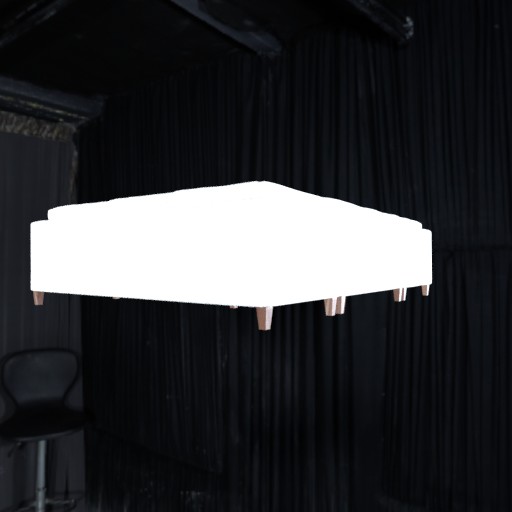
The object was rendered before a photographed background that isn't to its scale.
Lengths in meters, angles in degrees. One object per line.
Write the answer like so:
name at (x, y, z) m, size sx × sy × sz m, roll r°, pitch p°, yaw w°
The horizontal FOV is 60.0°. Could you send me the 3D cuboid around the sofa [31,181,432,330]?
sofa at (0.000, 0.000, 4.374) m, size 2.551 × 0.853 × 3.238 m, roll -1°, pitch -1°, yaw 36°
